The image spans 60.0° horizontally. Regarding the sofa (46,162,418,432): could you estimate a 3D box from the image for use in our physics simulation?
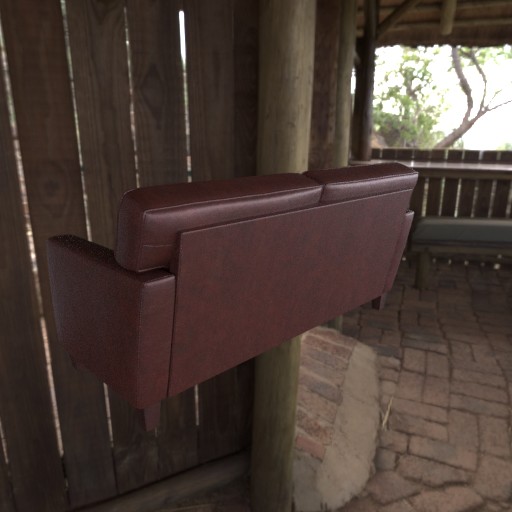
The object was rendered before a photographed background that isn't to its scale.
[{"bbox_3d":[0.000,0.000,2.346,1.876,0.928,0.912,-15,22,-42],"label":"sofa"}]
